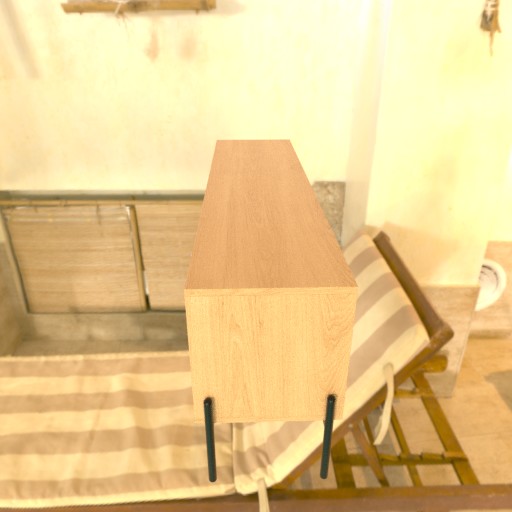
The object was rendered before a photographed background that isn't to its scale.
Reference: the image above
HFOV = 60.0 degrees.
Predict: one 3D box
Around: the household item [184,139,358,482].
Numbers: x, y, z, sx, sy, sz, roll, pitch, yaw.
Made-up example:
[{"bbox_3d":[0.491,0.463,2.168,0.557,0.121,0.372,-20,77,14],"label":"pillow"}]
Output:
[{"bbox_3d":[0.000,0.000,1.771,0.400,0.600,1.550,-1,27,-2],"label":"household item"}]
